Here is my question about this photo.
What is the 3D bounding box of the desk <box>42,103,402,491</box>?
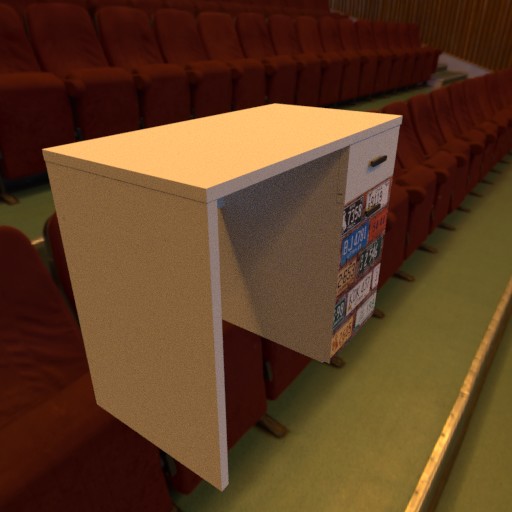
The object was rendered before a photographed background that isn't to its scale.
[{"bbox_3d":[0.000,0.000,1.310,0.482,0.730,0.898,18,31,32],"label":"desk"}]
